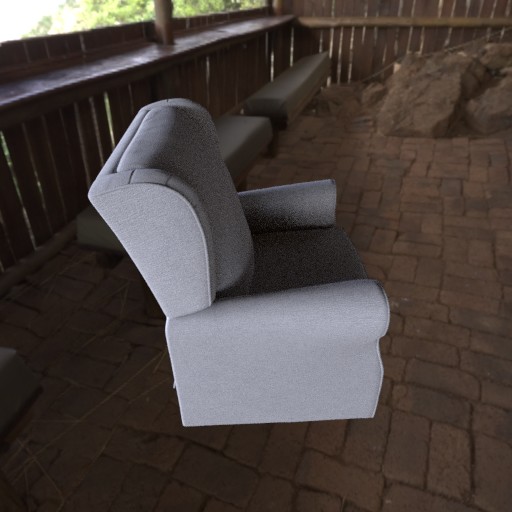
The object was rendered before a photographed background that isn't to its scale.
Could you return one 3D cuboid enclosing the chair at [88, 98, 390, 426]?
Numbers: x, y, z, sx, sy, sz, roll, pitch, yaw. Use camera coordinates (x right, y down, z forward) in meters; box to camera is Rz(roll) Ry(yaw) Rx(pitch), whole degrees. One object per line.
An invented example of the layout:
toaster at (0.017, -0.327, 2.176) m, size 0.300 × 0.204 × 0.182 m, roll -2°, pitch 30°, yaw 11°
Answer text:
chair at (0.000, 0.000, 1.643) m, size 0.854 × 0.966 × 0.906 m, roll -1°, pitch 33°, yaw -2°
